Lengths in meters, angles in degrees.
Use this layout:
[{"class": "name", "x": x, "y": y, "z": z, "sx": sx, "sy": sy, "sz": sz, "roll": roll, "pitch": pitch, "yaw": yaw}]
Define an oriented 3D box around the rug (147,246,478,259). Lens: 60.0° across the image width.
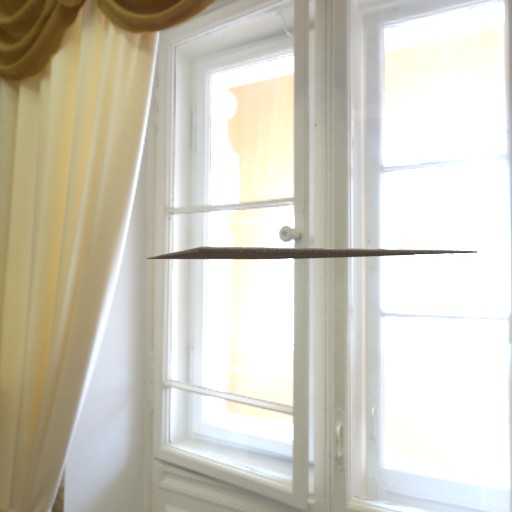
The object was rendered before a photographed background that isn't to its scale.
[{"class": "rug", "x": 0.000, "y": 0.000, "z": 1.430, "sx": 0.604, "sy": 0.007, "sz": 1.219, "roll": 0, "pitch": -1, "yaw": -18}]
